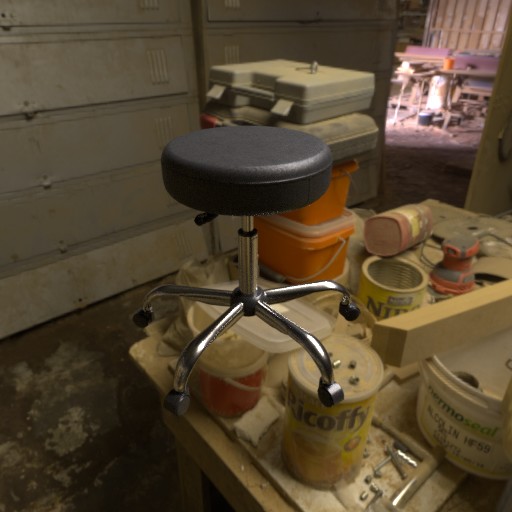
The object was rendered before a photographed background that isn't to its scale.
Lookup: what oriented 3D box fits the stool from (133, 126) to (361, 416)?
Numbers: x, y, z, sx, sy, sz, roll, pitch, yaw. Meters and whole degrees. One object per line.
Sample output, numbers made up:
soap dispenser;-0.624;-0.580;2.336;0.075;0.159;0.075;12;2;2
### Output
stool;0.000;0.000;1.155;0.673;0.576;0.638;-21;35;-33
